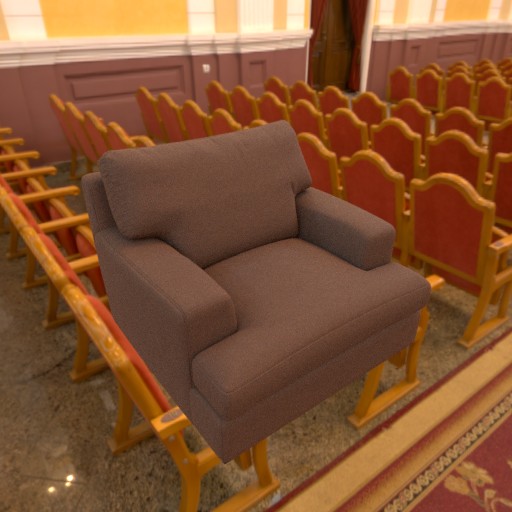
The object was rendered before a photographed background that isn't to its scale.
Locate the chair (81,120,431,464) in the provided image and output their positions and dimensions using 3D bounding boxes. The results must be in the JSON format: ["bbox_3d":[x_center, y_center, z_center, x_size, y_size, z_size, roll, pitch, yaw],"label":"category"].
[{"bbox_3d":[0.000,0.000,1.999,1.168,0.940,1.143,-20,35,-31],"label":"chair"}]
